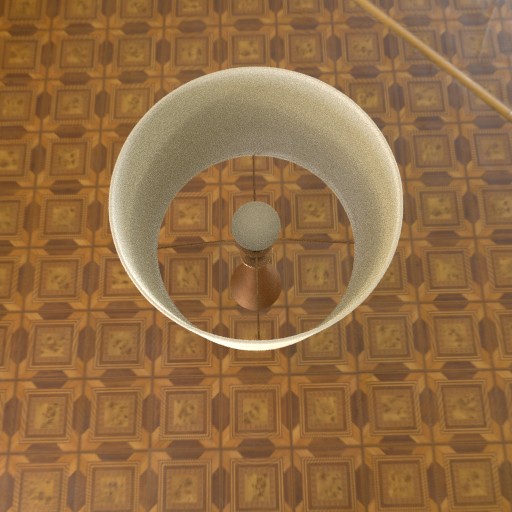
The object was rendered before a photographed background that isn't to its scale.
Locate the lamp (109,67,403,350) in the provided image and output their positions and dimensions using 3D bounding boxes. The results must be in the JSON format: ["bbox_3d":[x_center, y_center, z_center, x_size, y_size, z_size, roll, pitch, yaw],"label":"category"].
[{"bbox_3d":[0.000,0.000,0.635,0.268,0.479,0.268,-2,76,0],"label":"lamp"}]
